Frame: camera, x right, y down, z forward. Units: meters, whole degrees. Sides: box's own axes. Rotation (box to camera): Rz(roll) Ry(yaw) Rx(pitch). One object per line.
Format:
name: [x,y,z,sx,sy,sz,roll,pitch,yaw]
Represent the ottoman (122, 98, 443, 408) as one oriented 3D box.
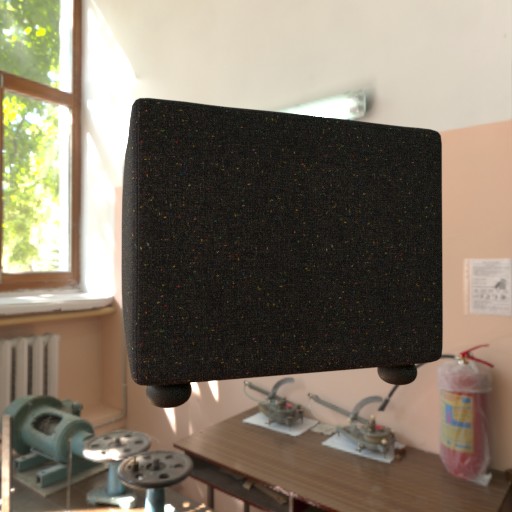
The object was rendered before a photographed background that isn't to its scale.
ottoman: [0.000,0.000,0.878,0.508,0.432,0.508,0,-1,-18]
